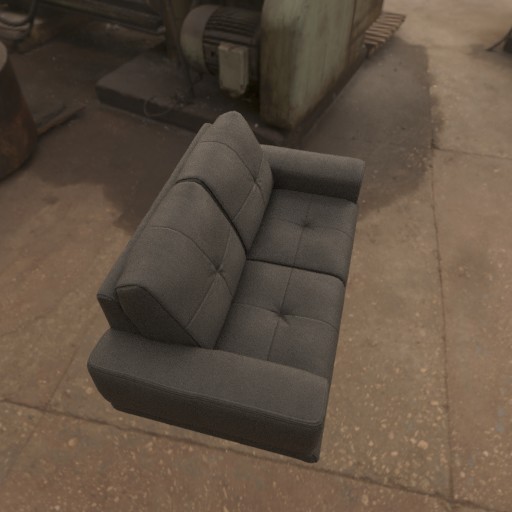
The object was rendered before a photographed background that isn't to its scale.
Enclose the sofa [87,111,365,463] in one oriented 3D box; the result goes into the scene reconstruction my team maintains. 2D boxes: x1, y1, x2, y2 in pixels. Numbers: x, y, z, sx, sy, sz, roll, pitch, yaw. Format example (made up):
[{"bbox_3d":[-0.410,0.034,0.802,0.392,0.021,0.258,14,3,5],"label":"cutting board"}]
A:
[{"bbox_3d":[0.000,0.000,2.377,1.018,0.907,1.806,11,49,10],"label":"sofa"}]
